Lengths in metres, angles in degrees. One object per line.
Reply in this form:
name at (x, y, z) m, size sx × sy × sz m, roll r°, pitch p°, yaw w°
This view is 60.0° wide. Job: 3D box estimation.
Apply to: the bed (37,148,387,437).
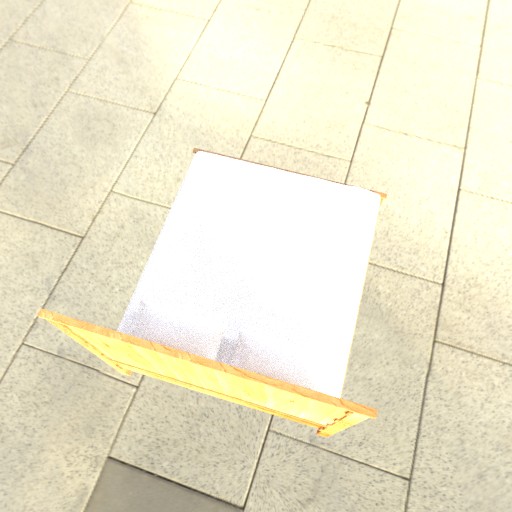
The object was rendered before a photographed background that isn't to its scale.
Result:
bed at (0.000, 0.000, 3.610) m, size 1.936 × 1.686 × 2.201 m, roll 15°, pitch 65°, yaw 7°
